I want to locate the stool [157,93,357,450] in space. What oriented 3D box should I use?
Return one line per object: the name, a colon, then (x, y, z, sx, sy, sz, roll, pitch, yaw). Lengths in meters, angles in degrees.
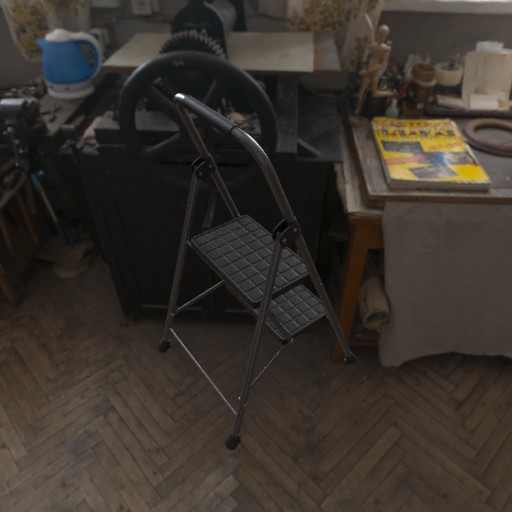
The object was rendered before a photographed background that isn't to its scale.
stool: (0.000, 0.000, 1.192, 0.514, 0.872, 0.450, -26, 48, -27)
